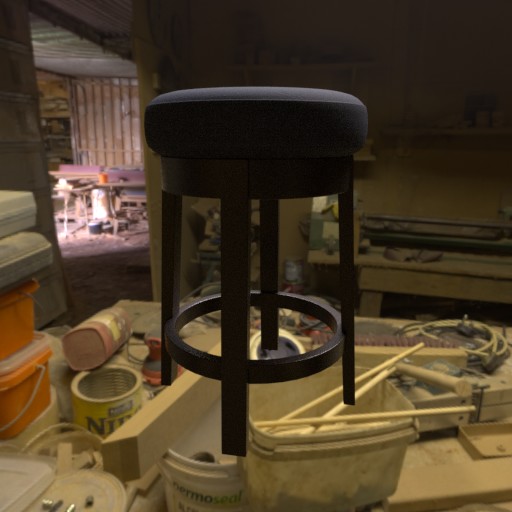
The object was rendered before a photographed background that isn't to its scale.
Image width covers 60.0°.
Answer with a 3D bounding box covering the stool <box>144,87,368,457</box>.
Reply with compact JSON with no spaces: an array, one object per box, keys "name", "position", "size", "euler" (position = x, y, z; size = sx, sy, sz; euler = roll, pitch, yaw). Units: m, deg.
[{"name":"stool","position":[0.000,0.000,0.946],"size":[0.449,0.655,0.449],"euler":[0,15,0]}]
